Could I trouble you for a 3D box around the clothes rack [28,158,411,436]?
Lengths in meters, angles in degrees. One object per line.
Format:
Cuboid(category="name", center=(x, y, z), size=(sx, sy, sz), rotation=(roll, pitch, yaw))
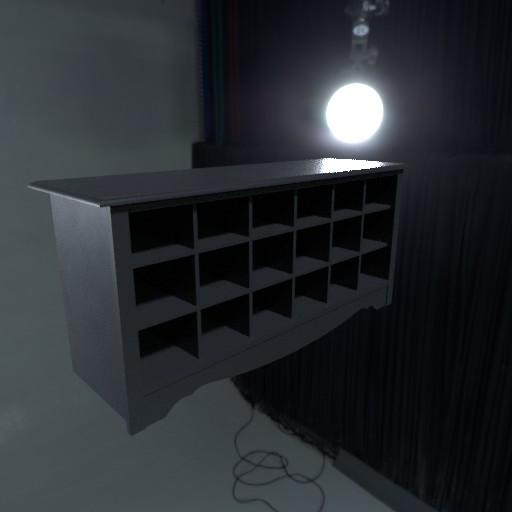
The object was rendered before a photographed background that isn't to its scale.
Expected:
Cuboid(category="clothes rack", center=(0.000, 0.000, 1.465), size=(1.219, 0.556, 0.406), rotation=(-15, 22, -42))
